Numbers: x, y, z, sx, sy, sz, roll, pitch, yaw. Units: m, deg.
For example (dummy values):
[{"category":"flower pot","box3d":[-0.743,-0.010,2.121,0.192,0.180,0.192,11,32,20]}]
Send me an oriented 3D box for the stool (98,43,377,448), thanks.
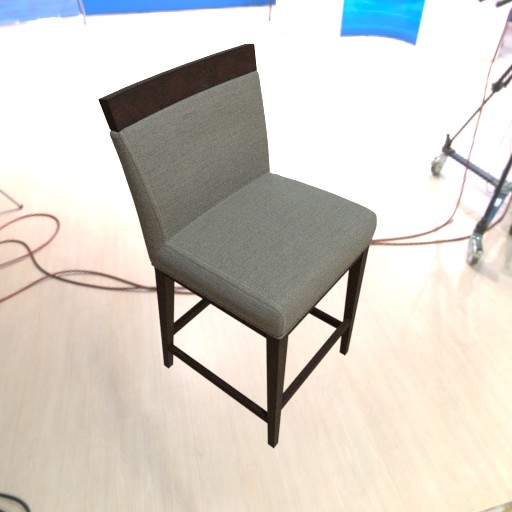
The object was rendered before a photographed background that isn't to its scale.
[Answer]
[{"category":"stool","box3d":[0.000,0.000,1.327,0.531,1.009,0.512,28,48,28]}]
